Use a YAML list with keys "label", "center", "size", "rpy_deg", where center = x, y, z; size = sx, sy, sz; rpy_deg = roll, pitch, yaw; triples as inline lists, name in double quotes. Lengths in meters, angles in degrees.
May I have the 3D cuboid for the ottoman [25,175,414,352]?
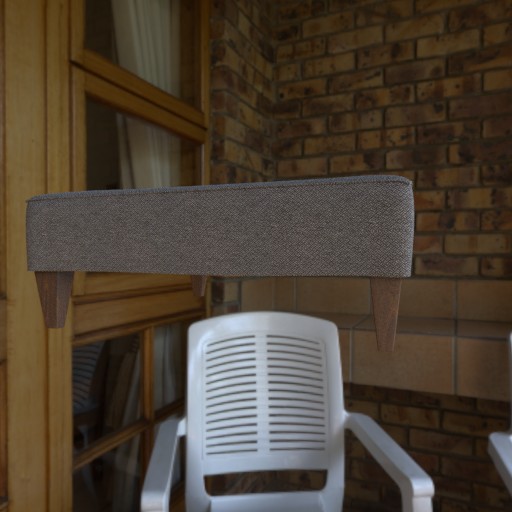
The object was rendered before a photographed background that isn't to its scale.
- label: "ottoman"
  center: [0.000, 0.000, 1.467]
  size: [0.970, 0.378, 0.981]
  rpy_deg: [0, 1, 18]
